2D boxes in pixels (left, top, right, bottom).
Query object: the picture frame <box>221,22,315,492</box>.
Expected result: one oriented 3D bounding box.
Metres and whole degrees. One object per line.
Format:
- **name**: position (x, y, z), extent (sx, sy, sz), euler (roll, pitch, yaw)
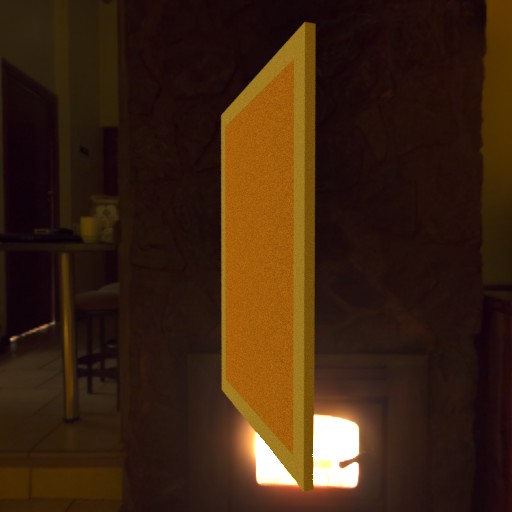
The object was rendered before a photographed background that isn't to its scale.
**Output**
- **picture frame**: position (0.000, 0.000, 0.588), extent (0.011, 0.459, 0.326), euler (-1, 2, -19)
